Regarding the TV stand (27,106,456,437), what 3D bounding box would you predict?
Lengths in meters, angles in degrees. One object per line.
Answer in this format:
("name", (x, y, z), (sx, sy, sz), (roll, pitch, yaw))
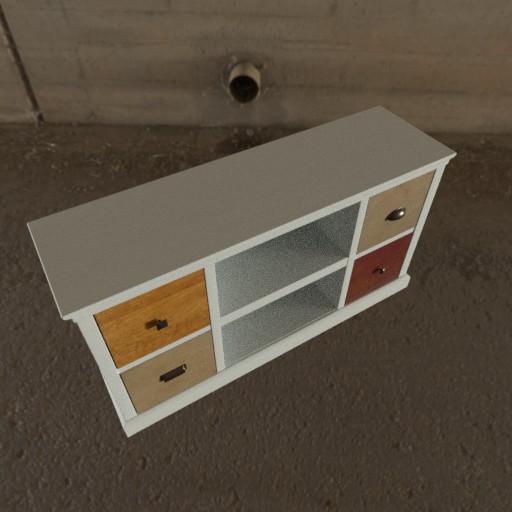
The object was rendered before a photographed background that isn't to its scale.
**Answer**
("TV stand", (0.000, 0.000, 1.478), (1.187, 0.624, 0.424), (-24, 51, -21))
